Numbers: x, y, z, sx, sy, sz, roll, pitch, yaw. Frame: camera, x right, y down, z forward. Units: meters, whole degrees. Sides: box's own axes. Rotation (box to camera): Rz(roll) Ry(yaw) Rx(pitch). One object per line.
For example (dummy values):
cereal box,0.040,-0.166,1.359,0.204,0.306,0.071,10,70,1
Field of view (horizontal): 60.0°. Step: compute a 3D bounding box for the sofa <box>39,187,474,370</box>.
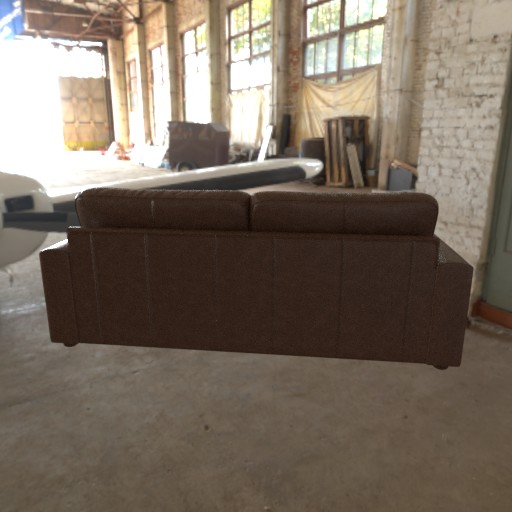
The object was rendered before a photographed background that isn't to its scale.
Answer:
sofa,0.000,0.000,2.702,2.179,0.873,1.016,2,16,7
